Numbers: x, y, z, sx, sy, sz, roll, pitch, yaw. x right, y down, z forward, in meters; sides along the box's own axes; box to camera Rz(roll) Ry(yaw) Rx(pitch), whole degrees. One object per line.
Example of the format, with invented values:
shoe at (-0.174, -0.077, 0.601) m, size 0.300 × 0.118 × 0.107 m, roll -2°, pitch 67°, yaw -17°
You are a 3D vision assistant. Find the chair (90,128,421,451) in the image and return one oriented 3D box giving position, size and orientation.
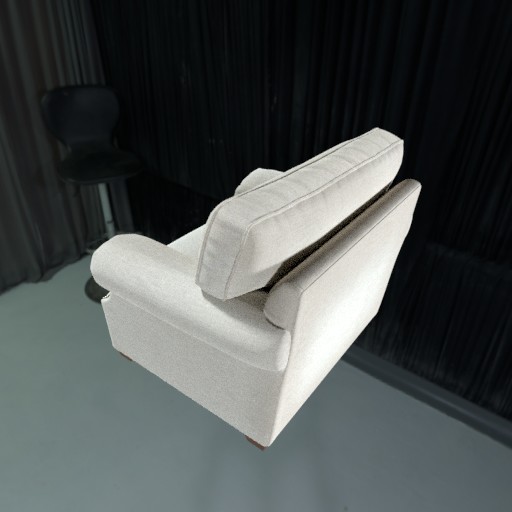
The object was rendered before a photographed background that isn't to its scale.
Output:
chair at (0.000, 0.000, 1.842) m, size 0.965 × 0.961 × 1.092 m, roll 22°, pitch 38°, yaw 30°
